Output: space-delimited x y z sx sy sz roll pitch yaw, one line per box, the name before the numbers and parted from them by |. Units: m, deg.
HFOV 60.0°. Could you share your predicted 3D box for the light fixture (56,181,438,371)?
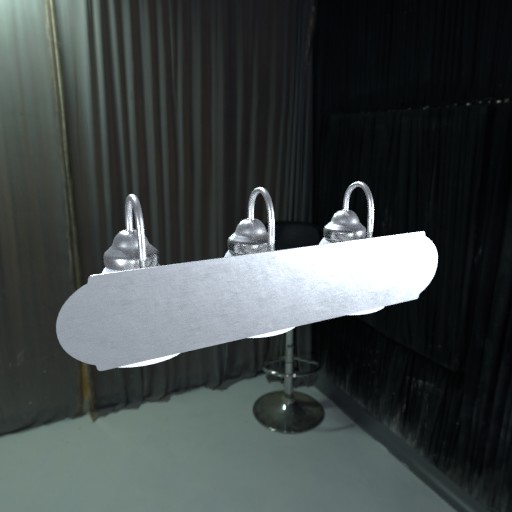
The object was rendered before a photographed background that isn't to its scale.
light fixture | 0.000 0.000 0.710 0.610 0.222 0.199 -8 17 -27
